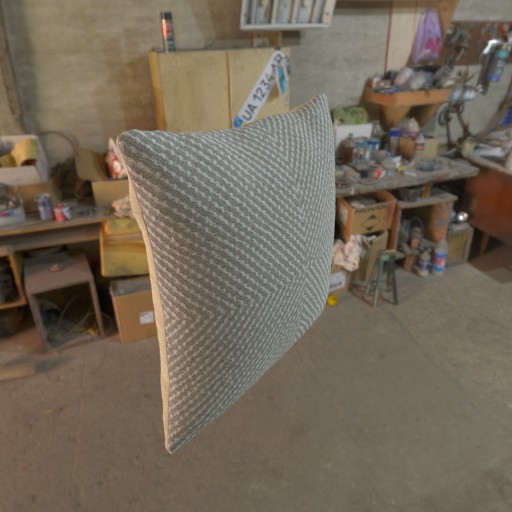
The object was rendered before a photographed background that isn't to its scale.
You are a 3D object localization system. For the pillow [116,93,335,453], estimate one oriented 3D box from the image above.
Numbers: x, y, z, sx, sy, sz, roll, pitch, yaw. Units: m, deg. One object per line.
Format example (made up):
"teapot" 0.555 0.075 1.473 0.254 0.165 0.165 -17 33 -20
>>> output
"pillow" 0.000 0.000 0.714 0.181 0.458 0.459 17 31 31
